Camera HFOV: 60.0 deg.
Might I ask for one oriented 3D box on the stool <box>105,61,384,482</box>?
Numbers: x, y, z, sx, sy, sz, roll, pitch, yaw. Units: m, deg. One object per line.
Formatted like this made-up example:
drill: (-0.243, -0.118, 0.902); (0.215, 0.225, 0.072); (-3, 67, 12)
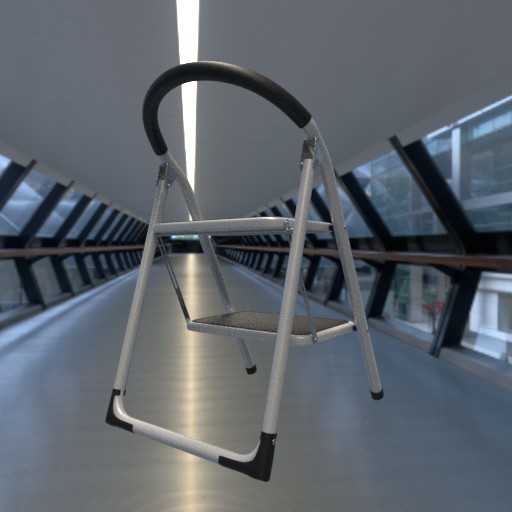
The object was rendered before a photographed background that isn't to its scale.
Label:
stool: (0.000, 0.000, 1.087); (0.453, 0.760, 0.559); (0, 0, 36)
